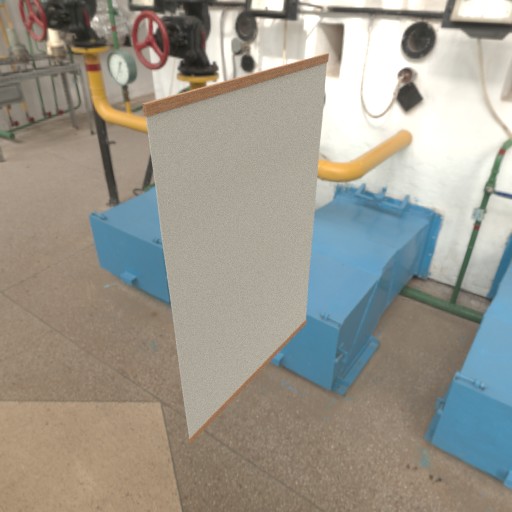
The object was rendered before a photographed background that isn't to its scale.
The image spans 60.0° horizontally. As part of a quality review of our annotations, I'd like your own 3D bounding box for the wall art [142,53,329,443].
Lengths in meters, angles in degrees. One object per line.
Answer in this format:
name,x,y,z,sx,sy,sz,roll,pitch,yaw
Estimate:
wall art,0.000,0.000,1.962,0.019,1.527,1.019,22,39,30
